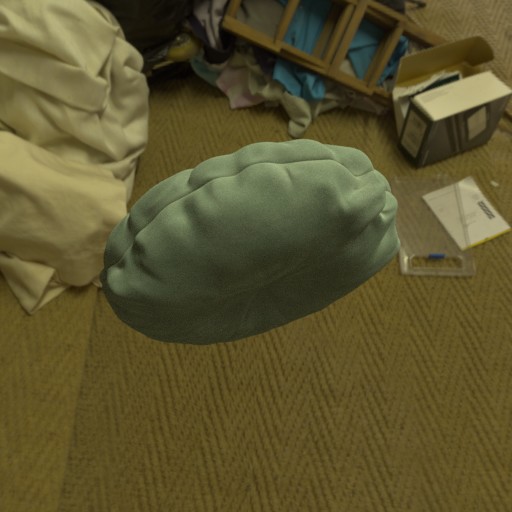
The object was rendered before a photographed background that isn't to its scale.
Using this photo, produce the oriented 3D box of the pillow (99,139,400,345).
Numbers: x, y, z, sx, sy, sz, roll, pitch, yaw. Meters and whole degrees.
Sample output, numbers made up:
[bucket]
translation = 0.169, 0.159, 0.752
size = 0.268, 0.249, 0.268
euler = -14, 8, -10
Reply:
[pillow]
translation = 0.000, 0.000, 0.635
size = 0.428, 0.407, 0.148
euler = -15, 64, -8
